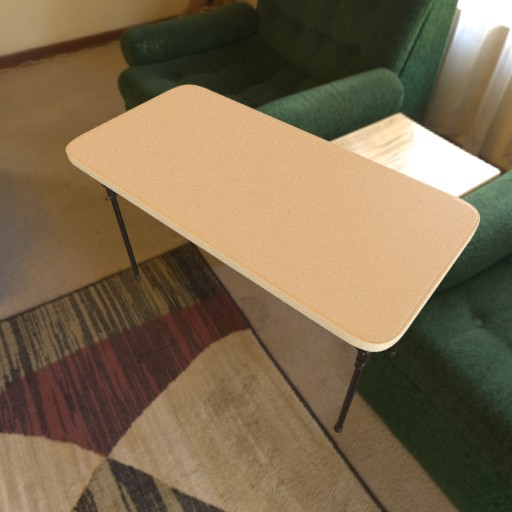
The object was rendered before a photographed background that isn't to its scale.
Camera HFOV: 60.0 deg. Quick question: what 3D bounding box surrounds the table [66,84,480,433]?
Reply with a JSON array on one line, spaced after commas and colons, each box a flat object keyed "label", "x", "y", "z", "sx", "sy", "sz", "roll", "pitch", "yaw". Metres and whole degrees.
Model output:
[{"label": "table", "x": 0.000, "y": 0.000, "z": 1.633, "sx": 1.219, "sy": 0.729, "sz": 0.610, "roll": 32, "pitch": 55, "yaw": 25}]
